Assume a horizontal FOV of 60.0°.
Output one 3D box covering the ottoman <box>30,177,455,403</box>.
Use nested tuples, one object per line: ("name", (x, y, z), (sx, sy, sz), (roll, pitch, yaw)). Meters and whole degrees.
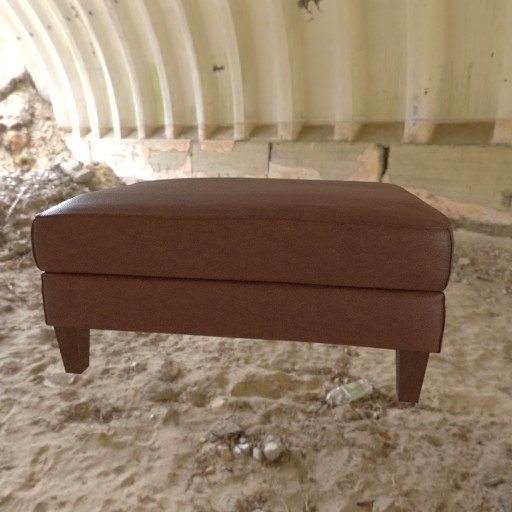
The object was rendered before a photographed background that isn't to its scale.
("ottoman", (0.000, 0.000, 1.412), (0.987, 0.472, 0.836), (2, 15, 9))
